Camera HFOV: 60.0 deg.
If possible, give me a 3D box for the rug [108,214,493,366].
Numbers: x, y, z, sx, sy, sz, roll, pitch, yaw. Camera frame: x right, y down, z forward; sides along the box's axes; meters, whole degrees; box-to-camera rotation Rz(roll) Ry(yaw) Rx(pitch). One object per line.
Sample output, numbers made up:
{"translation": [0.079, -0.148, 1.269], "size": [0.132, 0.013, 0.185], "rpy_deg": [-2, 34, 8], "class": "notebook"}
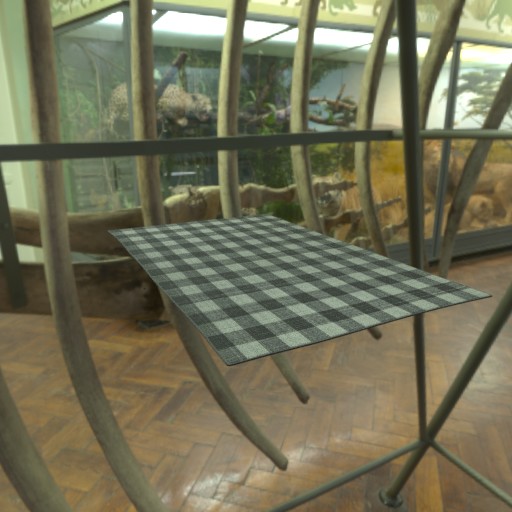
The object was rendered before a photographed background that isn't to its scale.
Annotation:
{"translation": [0.000, 0.000, 3.057], "size": [1.554, 0.011, 2.476], "rpy_deg": [-9, 19, -26], "class": "rug"}
